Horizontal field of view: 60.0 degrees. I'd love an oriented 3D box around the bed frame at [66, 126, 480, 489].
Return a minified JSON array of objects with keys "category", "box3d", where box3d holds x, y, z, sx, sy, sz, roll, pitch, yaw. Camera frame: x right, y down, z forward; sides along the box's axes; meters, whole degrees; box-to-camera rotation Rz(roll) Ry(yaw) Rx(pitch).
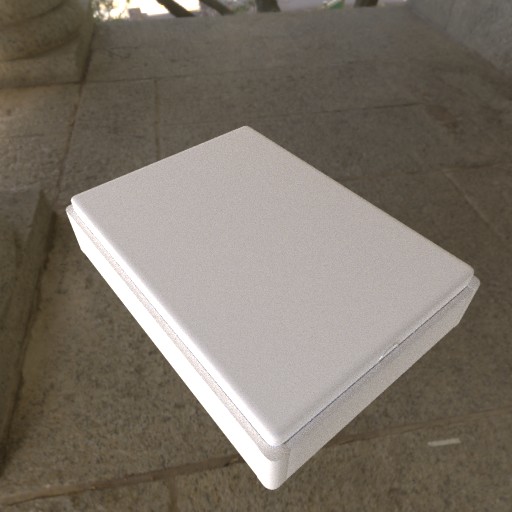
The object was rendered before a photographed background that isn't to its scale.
[{"category":"bed frame","box3d":[0.000,0.000,2.508,1.400,0.406,1.900,-30,53,-26]}]
